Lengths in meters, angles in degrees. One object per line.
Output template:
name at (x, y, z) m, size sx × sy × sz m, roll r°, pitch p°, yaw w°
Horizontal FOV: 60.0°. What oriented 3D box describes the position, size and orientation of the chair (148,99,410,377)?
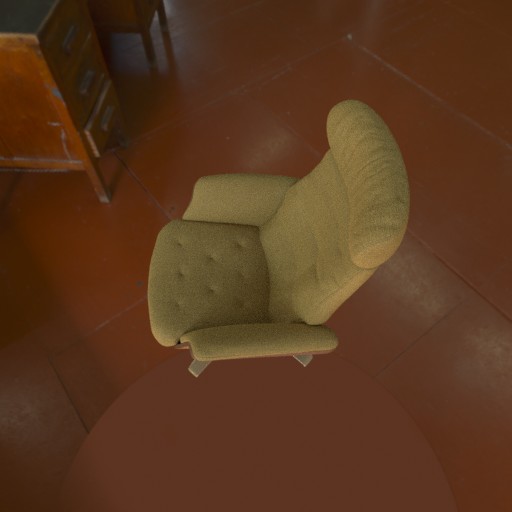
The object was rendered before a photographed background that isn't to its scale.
chair at (0.000, 0.000, 1.615) m, size 0.837 × 0.995 × 0.785 m, roll -3°, pitch 58°, yaw -2°
